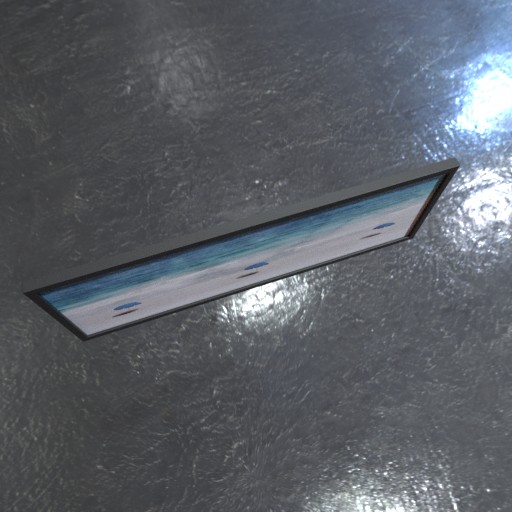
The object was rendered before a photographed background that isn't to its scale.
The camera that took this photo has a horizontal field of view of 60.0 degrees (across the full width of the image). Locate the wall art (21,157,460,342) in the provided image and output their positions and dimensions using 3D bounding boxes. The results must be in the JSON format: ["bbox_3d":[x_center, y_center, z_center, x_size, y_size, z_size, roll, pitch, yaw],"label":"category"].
[{"bbox_3d":[0.000,0.000,1.769,1.572,0.554,0.041,-17,64,-8],"label":"wall art"}]
